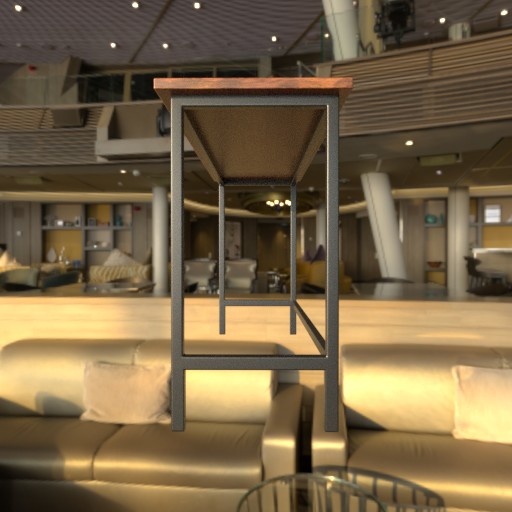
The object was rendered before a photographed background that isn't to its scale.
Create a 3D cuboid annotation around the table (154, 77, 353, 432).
[{"bbox_3d":[0.000,0.000,1.509,0.408,0.740,1.204,0,1,1],"label":"table"}]
